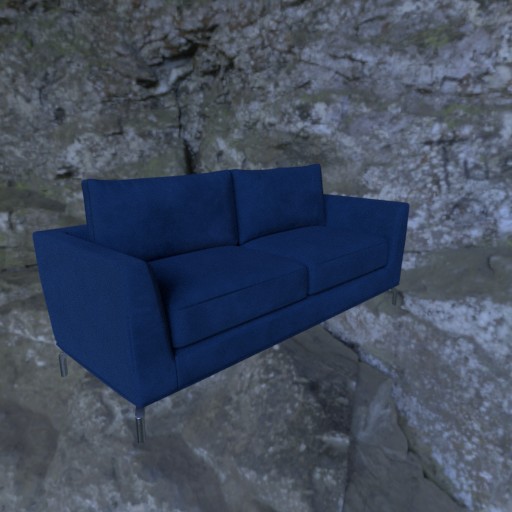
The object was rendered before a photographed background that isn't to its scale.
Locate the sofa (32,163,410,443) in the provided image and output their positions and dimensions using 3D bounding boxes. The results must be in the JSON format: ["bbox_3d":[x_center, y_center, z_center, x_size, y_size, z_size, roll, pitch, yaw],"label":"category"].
[{"bbox_3d":[0.000,0.000,2.648,0.853,0.998,2.212,14,20,42],"label":"sofa"}]
